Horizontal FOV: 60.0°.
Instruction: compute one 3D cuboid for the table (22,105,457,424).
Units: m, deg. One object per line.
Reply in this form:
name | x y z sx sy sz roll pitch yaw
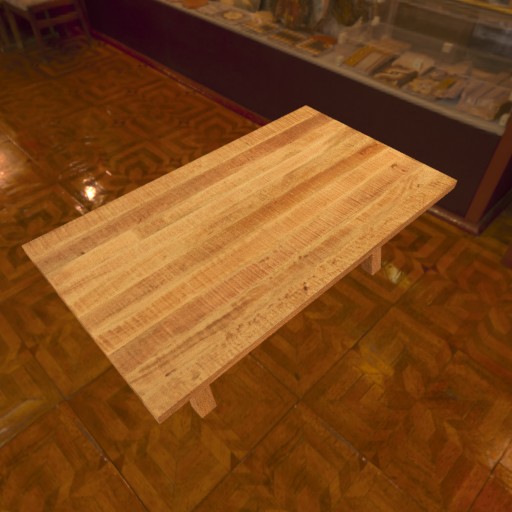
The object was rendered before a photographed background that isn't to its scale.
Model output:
table | 0.000 0.000 1.685 1.320 0.455 0.760 -34 55 -28
